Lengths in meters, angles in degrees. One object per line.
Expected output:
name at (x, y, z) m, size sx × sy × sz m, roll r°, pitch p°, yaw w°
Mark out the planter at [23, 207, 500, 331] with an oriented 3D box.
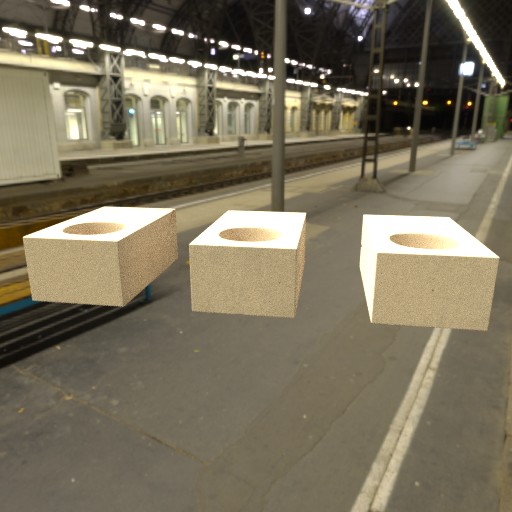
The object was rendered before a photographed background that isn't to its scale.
planter at (0.000, 0.000, 0.373) m, size 0.333 × 0.051 × 0.127 m, roll 3°, pitch 17°, yaw 9°
